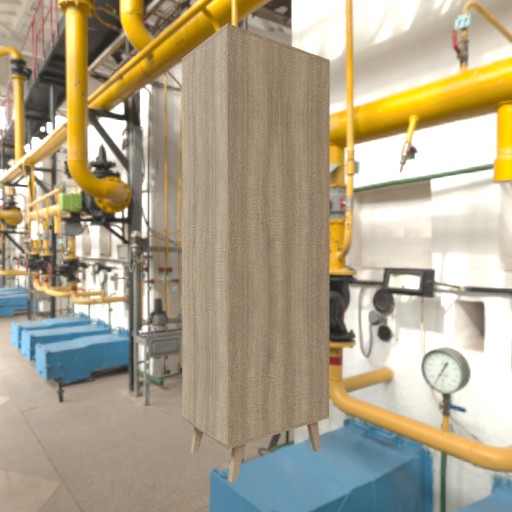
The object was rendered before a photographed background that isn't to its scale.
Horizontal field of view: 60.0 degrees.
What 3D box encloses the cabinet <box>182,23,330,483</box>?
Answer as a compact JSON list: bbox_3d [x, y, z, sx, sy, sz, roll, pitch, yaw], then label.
[{"bbox_3d":[0.000,0.000,2.092,0.570,1.850,0.400,0,1,-36],"label":"cabinet"}]
